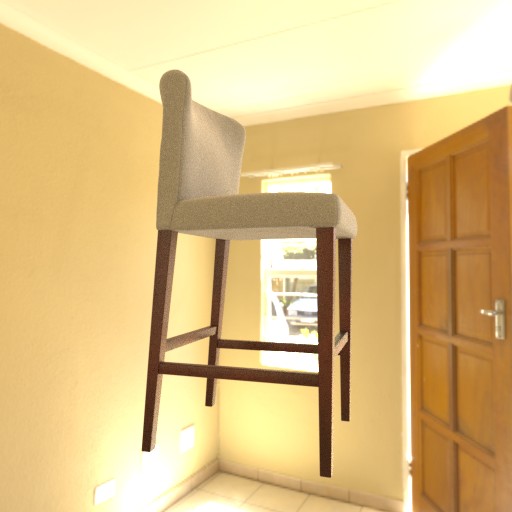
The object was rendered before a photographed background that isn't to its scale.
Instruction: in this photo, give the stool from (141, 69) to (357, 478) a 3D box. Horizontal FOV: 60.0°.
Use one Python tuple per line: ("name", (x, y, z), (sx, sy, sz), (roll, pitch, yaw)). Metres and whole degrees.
("stool", (0.000, 0.000, 1.349), (0.568, 1.069, 0.479), (-1, -2, 18))
